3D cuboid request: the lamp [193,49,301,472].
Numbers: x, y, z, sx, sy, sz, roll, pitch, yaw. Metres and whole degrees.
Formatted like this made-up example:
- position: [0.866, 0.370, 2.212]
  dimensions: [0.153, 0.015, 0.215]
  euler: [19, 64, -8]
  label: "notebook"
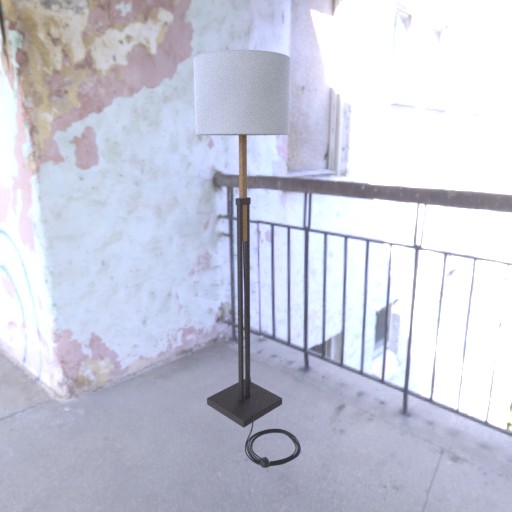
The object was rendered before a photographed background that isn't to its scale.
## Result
- position: [0.000, 0.000, 1.965]
  dimensions: [0.639, 1.650, 0.474]
  euler: [14, 20, 43]
  label: "lamp"
